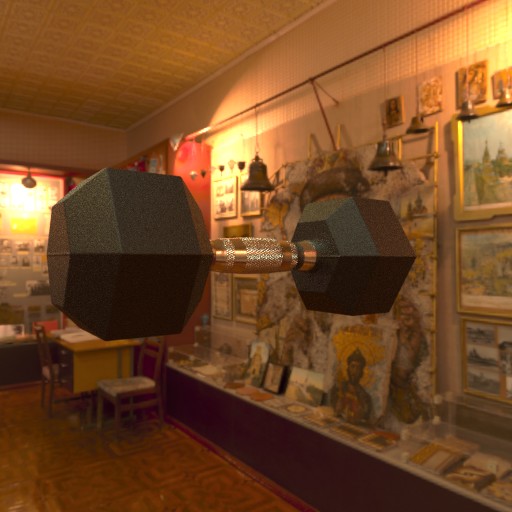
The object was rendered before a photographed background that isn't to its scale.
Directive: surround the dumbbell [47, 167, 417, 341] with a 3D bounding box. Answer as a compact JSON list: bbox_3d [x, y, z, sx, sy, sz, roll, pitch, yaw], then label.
[{"bbox_3d":[0.000,0.000,0.428,0.356,0.123,0.141,0,-1,-35],"label":"dumbbell"}]
